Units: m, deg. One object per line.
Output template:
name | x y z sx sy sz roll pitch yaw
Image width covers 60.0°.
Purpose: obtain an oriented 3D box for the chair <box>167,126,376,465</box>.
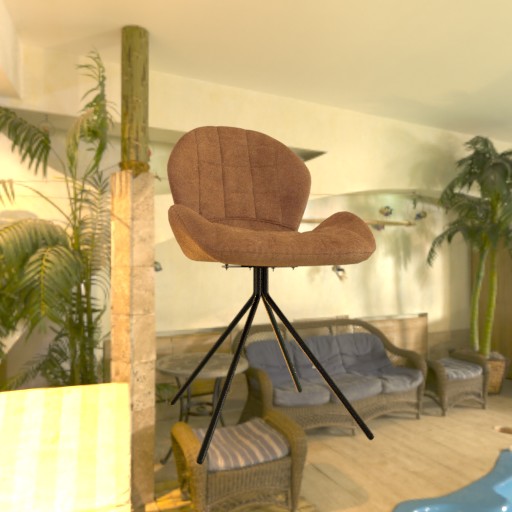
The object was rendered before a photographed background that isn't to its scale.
chair | 0.000 0.000 1.295 0.527 0.929 0.640 0 -1 -18
